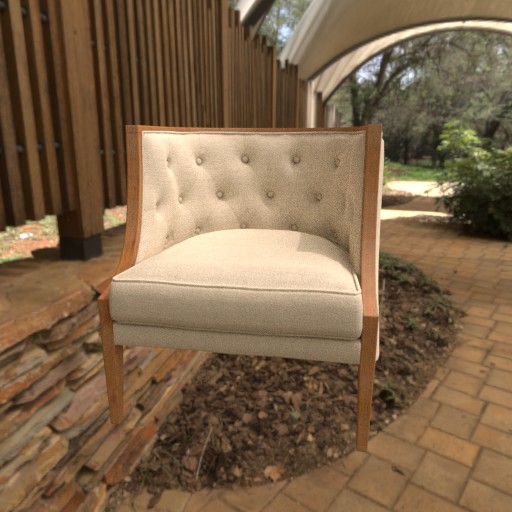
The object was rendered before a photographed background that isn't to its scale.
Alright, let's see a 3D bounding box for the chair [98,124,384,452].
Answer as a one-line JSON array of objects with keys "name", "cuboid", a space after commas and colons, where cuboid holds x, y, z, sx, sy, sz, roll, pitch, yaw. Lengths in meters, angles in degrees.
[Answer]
[{"name": "chair", "cuboid": [0.000, 0.000, 1.376, 0.711, 0.775, 0.757, 3, 15, 9]}]
